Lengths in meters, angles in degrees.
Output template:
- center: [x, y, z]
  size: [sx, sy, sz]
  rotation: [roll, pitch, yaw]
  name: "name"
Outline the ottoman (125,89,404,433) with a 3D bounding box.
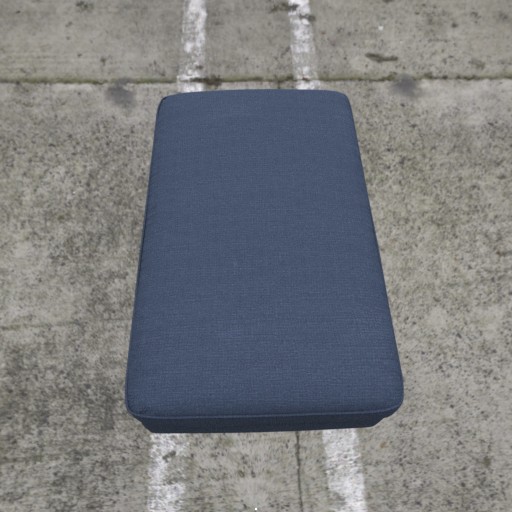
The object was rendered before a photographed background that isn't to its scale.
- center: [0.000, 0.000, 1.188]
  size: [0.570, 0.438, 0.885]
  rotation: [-1, 60, -1]
  name: "ottoman"
